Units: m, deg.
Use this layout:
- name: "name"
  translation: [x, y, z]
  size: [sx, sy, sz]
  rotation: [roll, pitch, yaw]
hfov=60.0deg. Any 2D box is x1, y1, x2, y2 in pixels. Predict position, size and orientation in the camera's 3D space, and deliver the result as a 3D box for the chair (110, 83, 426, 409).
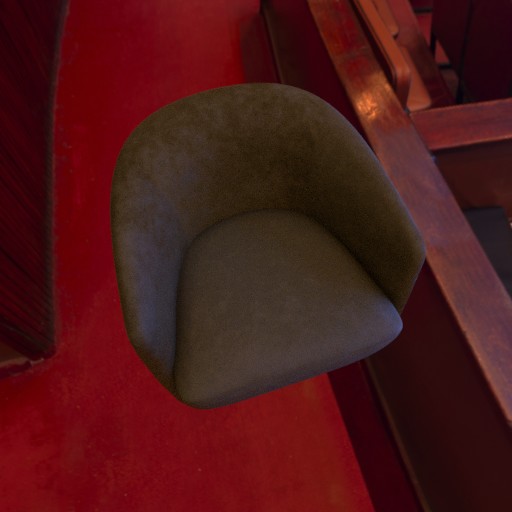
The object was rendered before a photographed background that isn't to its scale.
- name: "chair"
  translation: [0.000, 0.000, 1.371]
  size: [0.773, 0.698, 0.767]
  rotation: [-16, 63, -9]
